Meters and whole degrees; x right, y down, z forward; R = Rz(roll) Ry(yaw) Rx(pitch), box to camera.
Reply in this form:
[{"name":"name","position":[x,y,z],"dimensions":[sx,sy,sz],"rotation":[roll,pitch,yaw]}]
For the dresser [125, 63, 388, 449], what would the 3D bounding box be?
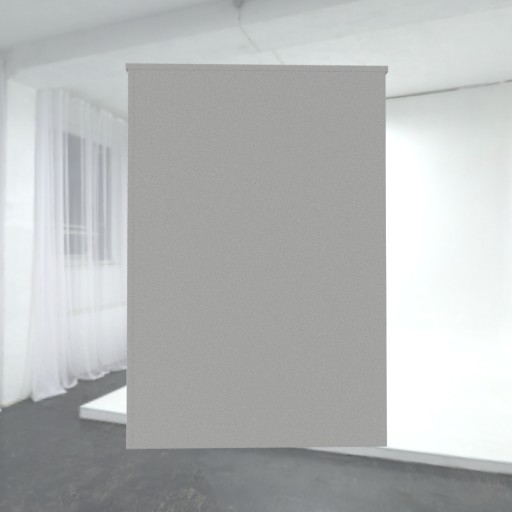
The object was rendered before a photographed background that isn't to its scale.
[{"name":"dresser","position":[0.000,0.000,1.379],"dimensions":[0.704,1.021,0.401],"rotation":[0,-1,-1]}]
